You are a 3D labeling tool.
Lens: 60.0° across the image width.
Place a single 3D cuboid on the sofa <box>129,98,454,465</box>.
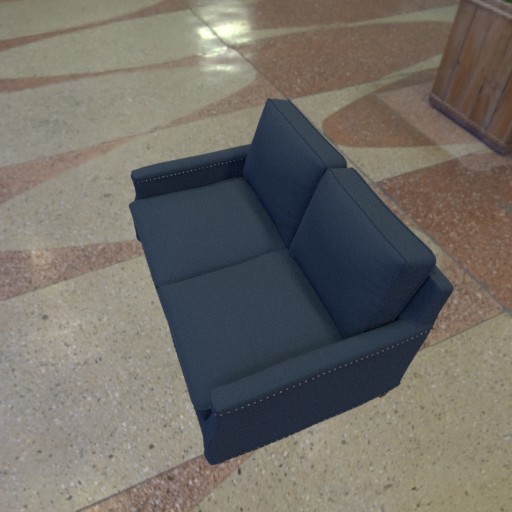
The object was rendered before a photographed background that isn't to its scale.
[{"bbox_3d":[0.000,0.000,2.309,1.084,1.003,1.597,-16,49,-15],"label":"sofa"}]
